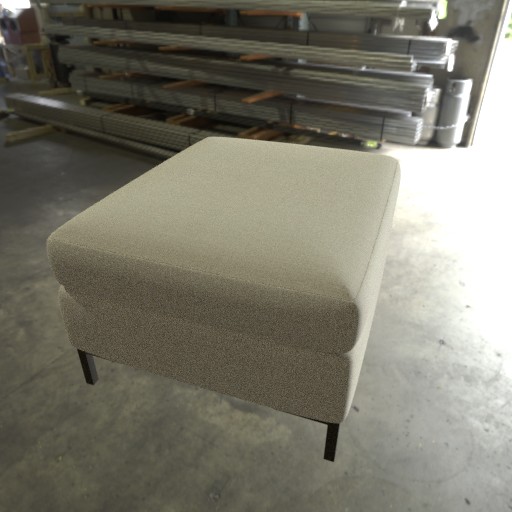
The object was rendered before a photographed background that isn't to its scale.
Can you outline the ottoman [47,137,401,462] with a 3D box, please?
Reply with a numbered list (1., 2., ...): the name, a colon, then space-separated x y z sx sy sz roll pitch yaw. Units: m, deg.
1. ottoman: 0.000 0.000 1.188 0.657 0.453 0.794 11 32 17
